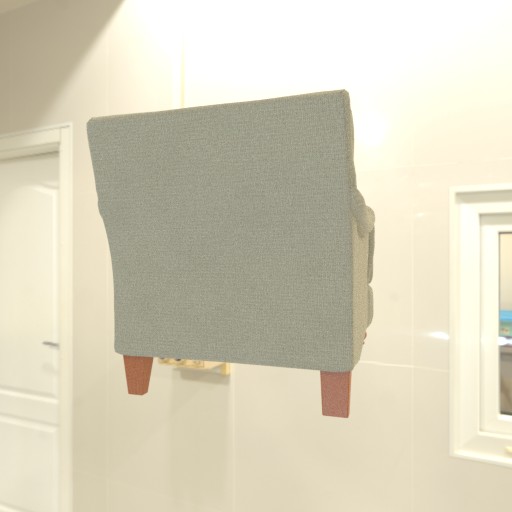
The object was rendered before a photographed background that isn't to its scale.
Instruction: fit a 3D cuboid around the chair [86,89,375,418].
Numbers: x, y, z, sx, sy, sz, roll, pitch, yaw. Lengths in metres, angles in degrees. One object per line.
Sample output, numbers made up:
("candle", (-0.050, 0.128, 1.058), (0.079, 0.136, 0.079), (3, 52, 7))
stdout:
("chair", (0.000, 0.000, 1.861), (0.955, 1.038, 1.070), (0, 0, 18))
